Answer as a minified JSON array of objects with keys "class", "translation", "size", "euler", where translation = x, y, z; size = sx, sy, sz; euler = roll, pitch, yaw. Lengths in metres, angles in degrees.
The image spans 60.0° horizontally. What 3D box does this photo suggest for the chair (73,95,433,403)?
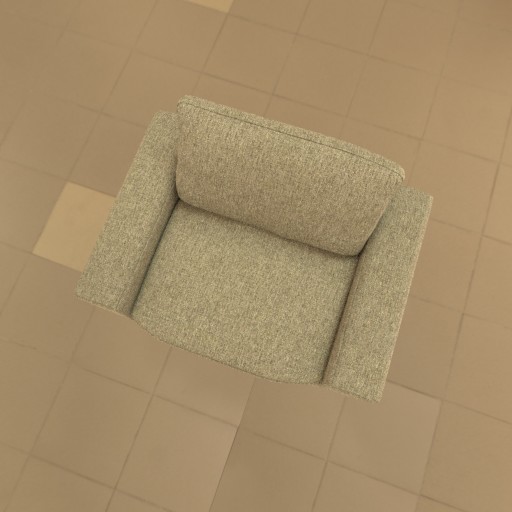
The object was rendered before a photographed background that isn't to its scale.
[{"class":"chair","translation":[0.000,0.000,2.086],"size":[1.398,0.915,1.039],"euler":[19,76,5]}]
